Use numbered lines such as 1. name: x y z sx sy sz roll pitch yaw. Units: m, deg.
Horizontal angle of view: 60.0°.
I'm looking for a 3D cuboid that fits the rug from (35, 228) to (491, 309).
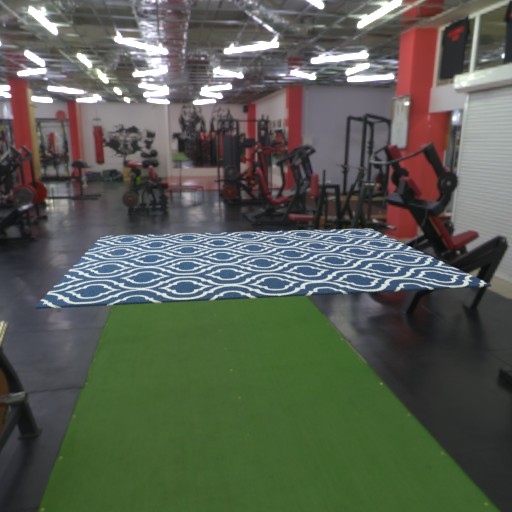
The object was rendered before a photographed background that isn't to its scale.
1. rug: 0.000 0.000 2.768 2.134 0.010 1.524 -2 14 -8
